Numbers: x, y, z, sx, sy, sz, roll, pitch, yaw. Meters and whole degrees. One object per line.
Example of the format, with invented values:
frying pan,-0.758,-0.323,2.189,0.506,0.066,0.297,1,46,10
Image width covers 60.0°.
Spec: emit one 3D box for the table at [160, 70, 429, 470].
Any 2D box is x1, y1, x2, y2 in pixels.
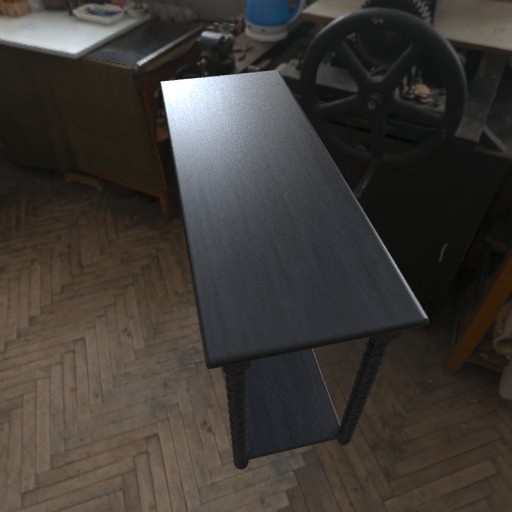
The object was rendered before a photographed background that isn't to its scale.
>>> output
table,0.000,0.000,1.514,0.459,0.735,1.184,-9,47,-9
